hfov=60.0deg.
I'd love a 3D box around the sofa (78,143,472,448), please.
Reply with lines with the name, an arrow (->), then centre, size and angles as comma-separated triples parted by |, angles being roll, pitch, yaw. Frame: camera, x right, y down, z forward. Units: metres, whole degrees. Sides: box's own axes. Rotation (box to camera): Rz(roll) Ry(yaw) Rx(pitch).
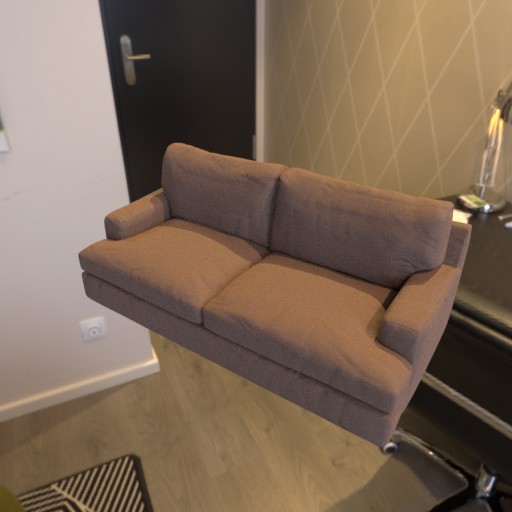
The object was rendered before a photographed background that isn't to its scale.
sofa -> 0.000, 0.000, 2.820 | 2.274, 0.950, 1.140 | 19, 35, 29
